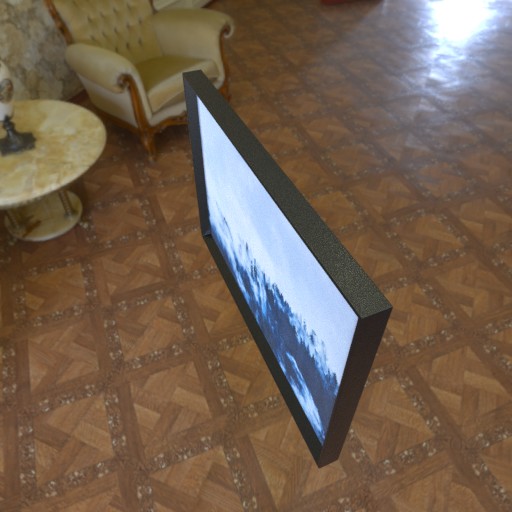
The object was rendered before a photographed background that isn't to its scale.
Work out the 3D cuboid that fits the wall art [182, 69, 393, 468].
[{"bbox_3d":[0.000,0.000,1.203,0.058,0.640,0.939,-17,48,-16],"label":"wall art"}]
